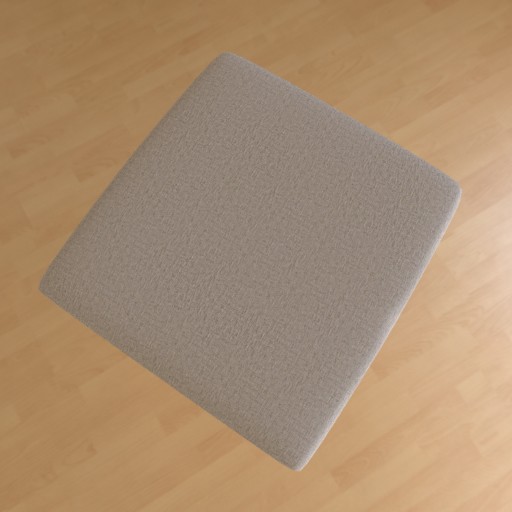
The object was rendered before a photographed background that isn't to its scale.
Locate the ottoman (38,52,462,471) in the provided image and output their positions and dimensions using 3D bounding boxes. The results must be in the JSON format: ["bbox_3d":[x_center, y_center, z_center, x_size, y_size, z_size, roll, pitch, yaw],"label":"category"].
[{"bbox_3d":[0.000,0.000,1.039,0.648,0.399,0.655,33,78,8],"label":"ottoman"}]
